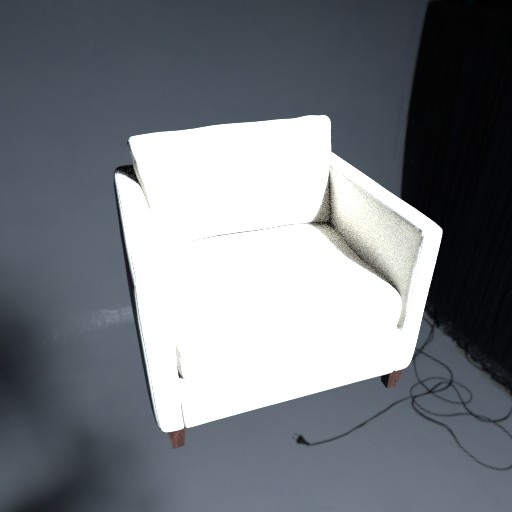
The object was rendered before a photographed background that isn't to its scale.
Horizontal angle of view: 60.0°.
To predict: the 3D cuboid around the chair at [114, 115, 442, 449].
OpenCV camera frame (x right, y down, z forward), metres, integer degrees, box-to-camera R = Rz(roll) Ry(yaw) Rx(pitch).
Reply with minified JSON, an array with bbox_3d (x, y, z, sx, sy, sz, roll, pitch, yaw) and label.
[{"bbox_3d":[0.000,0.000,1.767,0.996,0.919,0.959,-10,33,-16],"label":"chair"}]
